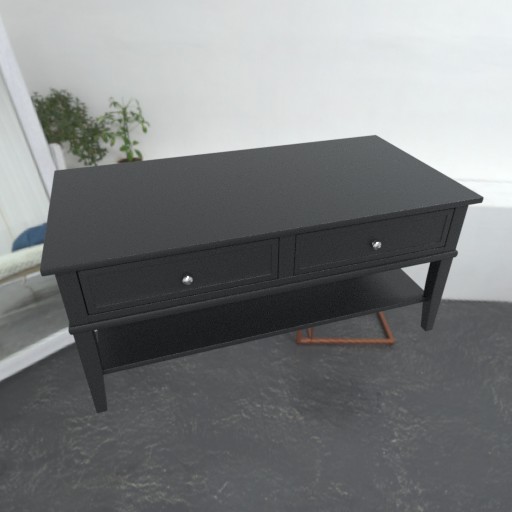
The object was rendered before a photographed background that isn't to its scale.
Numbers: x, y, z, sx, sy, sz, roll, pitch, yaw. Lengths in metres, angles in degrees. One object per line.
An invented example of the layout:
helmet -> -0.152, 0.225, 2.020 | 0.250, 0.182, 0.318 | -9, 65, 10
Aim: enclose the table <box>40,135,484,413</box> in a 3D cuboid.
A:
table -> 0.000, 0.000, 1.323 | 1.044, 0.470, 0.523 | -10, 34, -15
